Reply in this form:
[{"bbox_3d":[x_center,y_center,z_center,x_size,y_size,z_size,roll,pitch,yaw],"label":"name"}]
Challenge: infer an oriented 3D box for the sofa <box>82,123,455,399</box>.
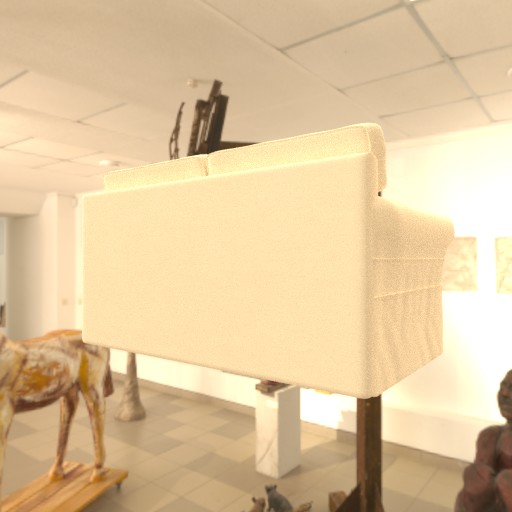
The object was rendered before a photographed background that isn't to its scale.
[{"bbox_3d":[0.000,0.000,2.294,1.727,0.940,0.991,0,0,37],"label":"sofa"}]
